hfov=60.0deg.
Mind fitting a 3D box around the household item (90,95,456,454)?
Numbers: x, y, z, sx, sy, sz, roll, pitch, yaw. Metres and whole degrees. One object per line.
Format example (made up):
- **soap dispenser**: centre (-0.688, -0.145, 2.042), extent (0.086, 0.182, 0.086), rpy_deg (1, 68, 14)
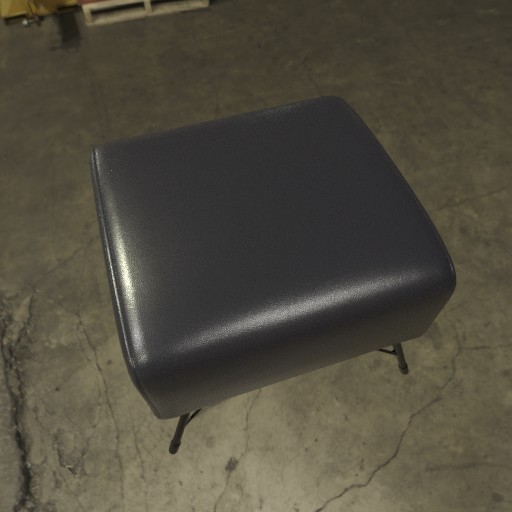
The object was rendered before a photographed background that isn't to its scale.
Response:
- **household item**: centre (0.000, 0.000, 0.883), extent (0.530, 0.410, 0.530), rpy_deg (-15, 58, -10)
